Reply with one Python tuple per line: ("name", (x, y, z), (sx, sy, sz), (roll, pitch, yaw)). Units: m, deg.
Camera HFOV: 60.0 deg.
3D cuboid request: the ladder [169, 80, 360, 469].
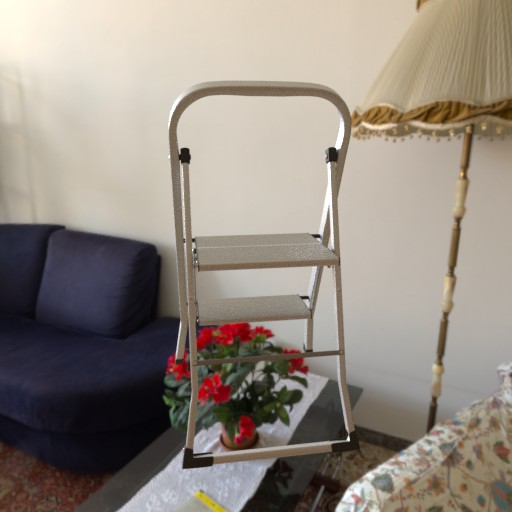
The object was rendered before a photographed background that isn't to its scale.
("ladder", (0.000, 0.000, 1.155), (0.465, 0.830, 0.530), (-2, 15, -9))
